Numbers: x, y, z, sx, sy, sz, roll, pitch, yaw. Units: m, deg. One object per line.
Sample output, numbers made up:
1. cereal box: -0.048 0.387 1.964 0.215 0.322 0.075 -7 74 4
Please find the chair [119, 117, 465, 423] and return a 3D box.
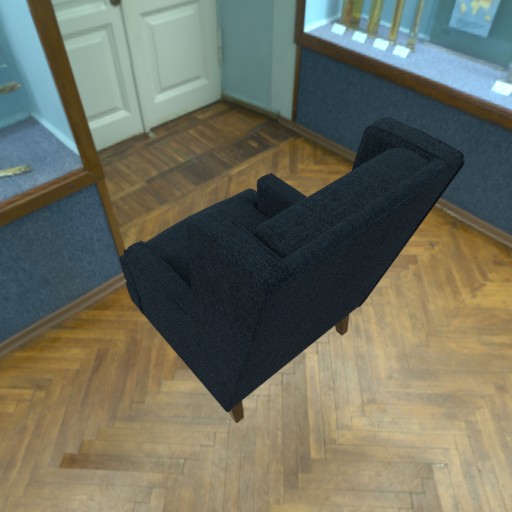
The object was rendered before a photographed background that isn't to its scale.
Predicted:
1. chair: 0.000 0.000 1.698 0.764 1.072 0.947 -32 54 -27
